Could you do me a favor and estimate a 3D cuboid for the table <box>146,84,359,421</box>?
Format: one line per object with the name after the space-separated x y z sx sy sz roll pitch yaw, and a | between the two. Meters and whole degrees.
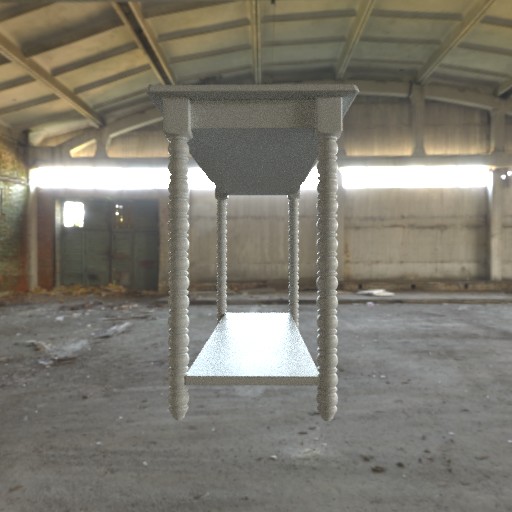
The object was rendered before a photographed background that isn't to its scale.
0.000 0.000 1.538 0.459 0.740 1.184 0 0 1 | table
